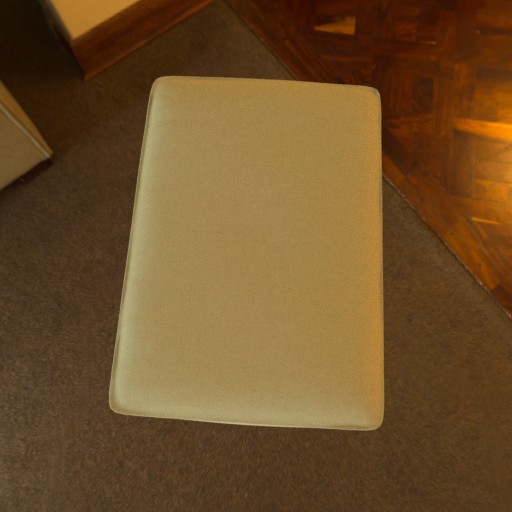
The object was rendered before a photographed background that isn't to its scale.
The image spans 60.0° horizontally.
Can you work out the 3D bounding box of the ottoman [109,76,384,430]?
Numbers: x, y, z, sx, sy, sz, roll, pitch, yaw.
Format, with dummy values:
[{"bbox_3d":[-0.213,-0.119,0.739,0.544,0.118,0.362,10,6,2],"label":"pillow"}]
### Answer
[{"bbox_3d":[0.000,0.000,1.213,0.611,0.482,0.848,3,75,1],"label":"ottoman"}]
